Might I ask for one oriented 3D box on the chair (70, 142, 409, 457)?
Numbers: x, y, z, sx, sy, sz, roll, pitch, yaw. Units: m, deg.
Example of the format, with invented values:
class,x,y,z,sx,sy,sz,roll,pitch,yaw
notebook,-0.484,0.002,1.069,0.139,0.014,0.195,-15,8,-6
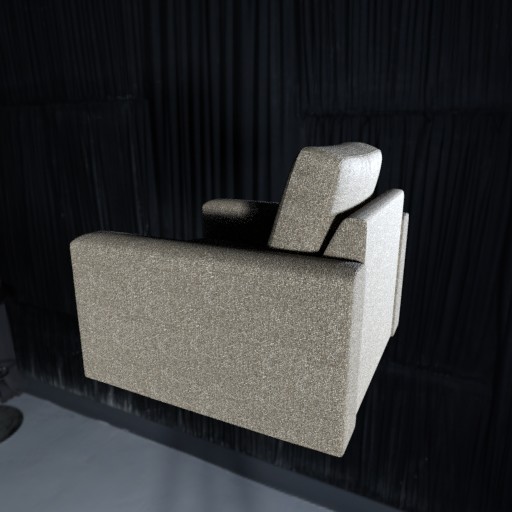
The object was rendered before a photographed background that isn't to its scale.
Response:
class,x,y,z,sx,sy,sz,roll,pitch,yaw
chair,0.000,0.000,1.766,1.016,0.873,1.005,8,18,25
